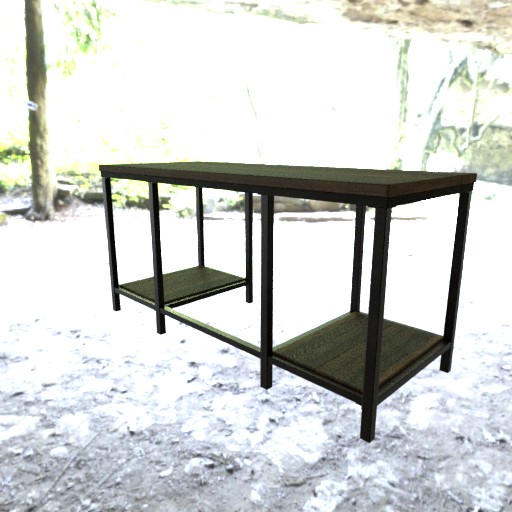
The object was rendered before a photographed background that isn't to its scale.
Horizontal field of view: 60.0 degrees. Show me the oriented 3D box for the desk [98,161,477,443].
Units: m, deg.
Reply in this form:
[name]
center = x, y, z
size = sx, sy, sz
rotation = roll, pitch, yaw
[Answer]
[desk]
center = 0.000, 0.000, 1.934
size = 1.538, 0.753, 0.617
rotation = 14, 20, 43
